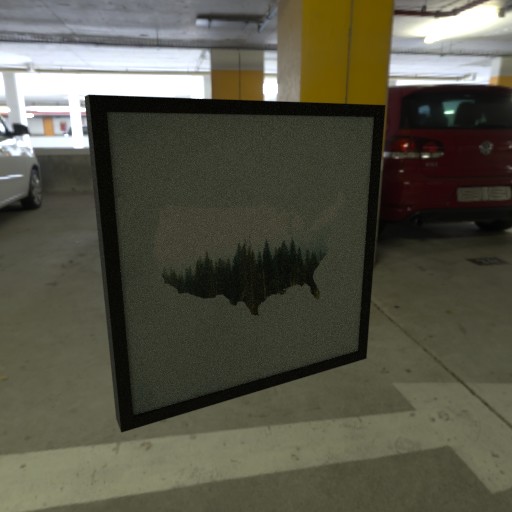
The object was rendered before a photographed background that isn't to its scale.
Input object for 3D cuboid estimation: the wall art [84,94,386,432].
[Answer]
[{"bbox_3d":[0.000,0.000,0.771,0.509,0.509,0.040,-8,18,-27],"label":"wall art"}]
